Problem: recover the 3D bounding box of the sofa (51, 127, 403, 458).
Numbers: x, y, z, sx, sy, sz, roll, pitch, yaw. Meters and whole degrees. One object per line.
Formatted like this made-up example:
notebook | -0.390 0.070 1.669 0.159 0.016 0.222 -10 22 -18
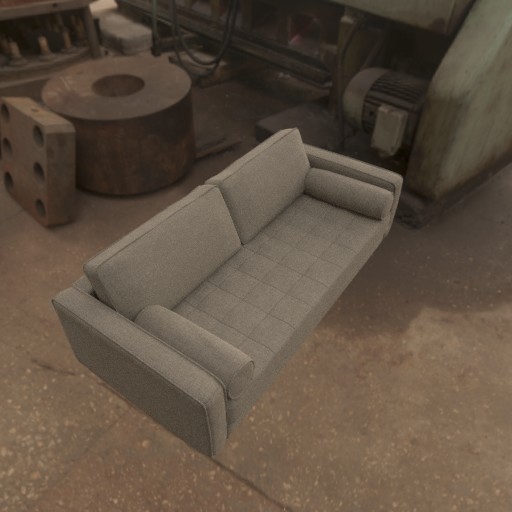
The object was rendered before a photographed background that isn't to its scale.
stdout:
sofa | 0.000 0.000 2.413 0.914 0.762 1.879 25 47 26
